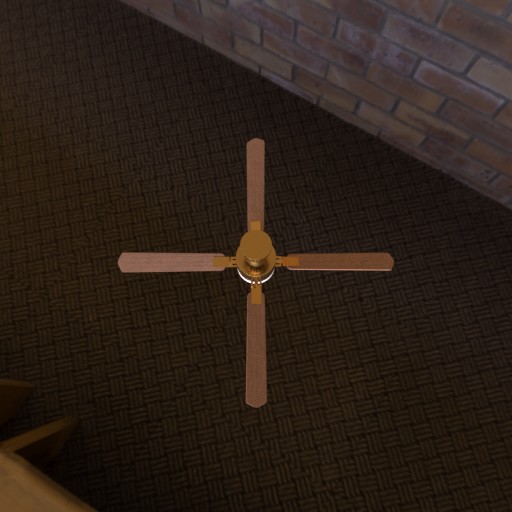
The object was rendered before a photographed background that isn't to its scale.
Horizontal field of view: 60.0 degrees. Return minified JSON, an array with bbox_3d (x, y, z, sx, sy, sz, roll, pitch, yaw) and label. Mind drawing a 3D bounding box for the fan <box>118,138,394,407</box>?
[{"bbox_3d":[0.000,0.000,2.019,1.320,0.355,1.320,0,75,0],"label":"fan"}]
